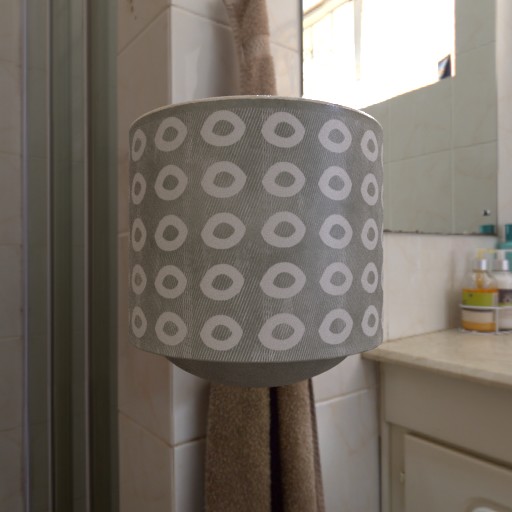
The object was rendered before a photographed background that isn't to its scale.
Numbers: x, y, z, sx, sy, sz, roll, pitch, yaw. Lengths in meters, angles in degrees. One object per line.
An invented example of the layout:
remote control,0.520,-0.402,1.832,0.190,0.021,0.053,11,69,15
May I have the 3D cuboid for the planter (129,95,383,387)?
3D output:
planter,0.000,0.000,0.344,0.190,0.181,0.190,0,0,0
